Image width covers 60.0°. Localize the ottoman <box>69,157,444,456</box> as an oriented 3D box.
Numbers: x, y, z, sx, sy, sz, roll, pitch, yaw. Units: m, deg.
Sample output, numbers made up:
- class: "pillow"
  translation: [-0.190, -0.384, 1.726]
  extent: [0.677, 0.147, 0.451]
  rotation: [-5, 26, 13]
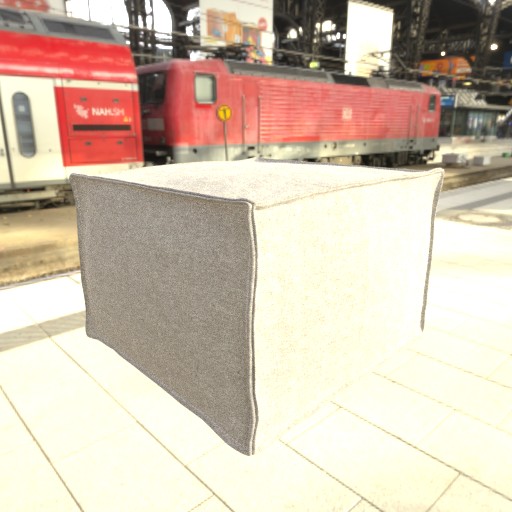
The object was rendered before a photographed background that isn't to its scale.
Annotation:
- class: "ottoman"
  translation: [0.000, 0.000, 1.156]
  extent: [0.707, 0.470, 0.696]
  rotation: [-16, 23, -43]
